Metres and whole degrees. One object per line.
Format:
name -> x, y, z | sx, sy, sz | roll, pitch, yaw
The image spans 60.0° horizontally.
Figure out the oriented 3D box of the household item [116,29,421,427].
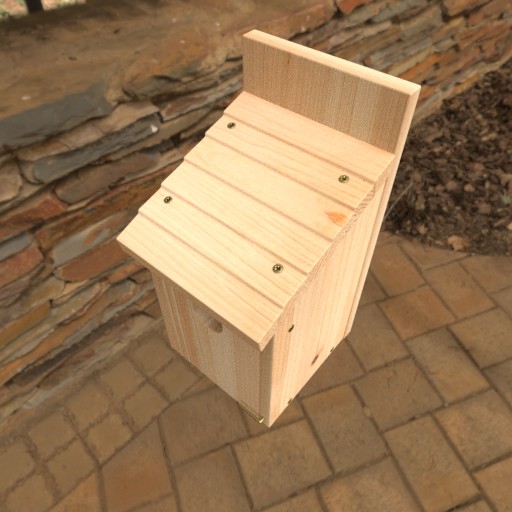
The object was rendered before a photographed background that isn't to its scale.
household item -> 0.000, 0.000, 0.395 | 0.149, 0.300, 0.171 | 32, 55, 26
